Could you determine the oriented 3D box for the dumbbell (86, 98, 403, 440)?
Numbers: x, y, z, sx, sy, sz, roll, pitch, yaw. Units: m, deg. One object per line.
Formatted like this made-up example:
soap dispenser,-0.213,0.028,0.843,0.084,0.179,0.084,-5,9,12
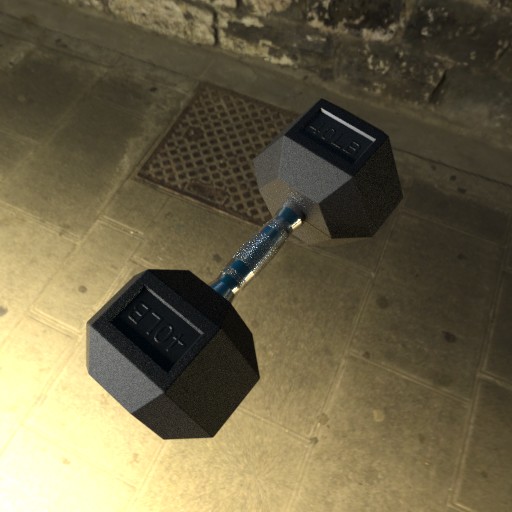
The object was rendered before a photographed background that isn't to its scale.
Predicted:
dumbbell,0.000,0.000,0.443,0.157,0.137,0.361,36,69,16
